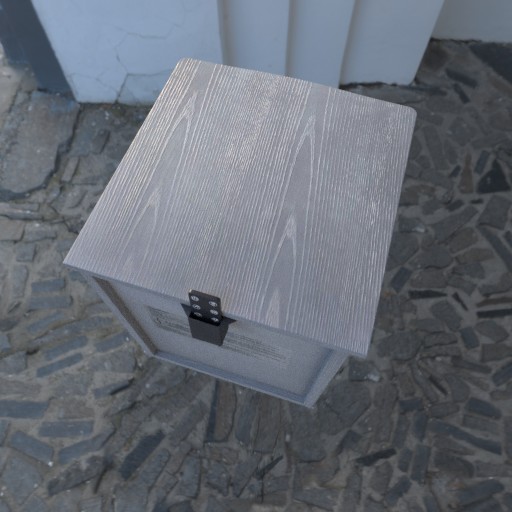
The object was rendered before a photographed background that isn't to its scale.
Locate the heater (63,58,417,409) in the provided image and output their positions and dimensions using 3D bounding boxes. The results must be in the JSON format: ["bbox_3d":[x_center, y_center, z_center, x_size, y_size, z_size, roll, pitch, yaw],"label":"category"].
[{"bbox_3d":[0.000,0.000,0.753,0.362,0.481,0.400,16,64,8],"label":"heater"}]
